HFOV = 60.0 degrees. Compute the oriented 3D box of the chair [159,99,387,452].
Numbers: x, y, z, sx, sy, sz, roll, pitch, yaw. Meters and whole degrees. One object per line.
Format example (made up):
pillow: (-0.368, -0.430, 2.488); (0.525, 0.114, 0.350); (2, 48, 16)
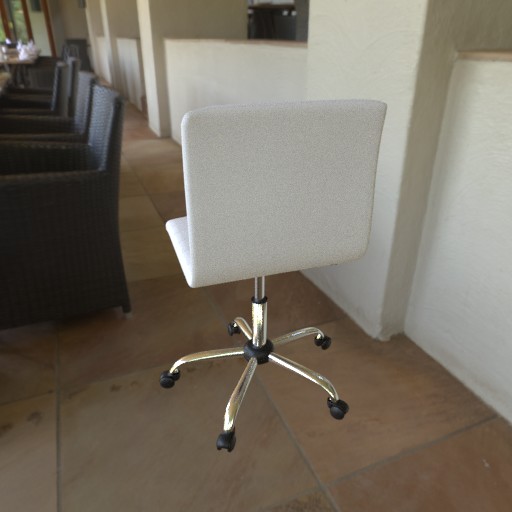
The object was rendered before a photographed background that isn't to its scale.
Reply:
chair: (0.000, 0.000, 1.068); (0.520, 0.750, 0.455); (-9, 28, -17)
